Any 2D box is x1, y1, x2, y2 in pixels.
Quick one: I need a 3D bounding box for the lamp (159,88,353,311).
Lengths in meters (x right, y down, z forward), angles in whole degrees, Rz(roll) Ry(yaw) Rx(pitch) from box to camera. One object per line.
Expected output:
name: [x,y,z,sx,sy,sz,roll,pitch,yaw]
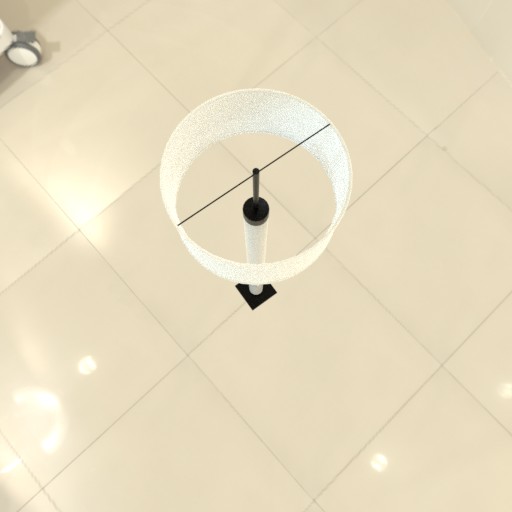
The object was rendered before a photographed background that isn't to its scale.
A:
lamp: [0.000,0.000,1.664,0.420,1.475,0.420,-35,78,-8]
